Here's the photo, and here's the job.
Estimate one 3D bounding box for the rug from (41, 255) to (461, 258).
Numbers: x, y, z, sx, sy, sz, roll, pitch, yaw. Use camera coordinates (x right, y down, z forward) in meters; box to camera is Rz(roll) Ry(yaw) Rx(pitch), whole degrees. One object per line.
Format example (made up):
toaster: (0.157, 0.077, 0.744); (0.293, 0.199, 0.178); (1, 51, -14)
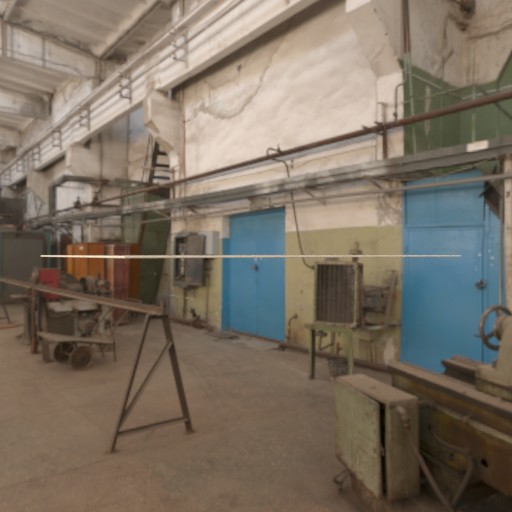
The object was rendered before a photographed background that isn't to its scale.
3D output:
rug: (0.000, 0.000, 2.879); (2.284, 0.008, 1.522); (0, 0, -36)
